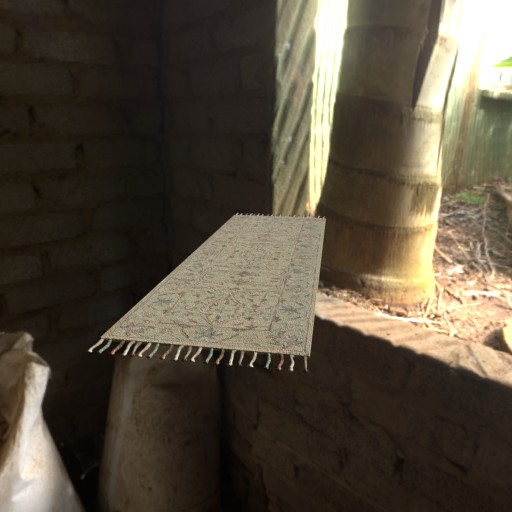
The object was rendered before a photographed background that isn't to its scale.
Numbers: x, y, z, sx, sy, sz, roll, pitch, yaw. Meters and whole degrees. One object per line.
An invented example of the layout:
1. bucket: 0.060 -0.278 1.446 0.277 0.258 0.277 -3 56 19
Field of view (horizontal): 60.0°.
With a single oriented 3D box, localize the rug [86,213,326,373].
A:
1. rug: 0.000 0.000 2.610 0.769 0.013 2.440 3 17 9
